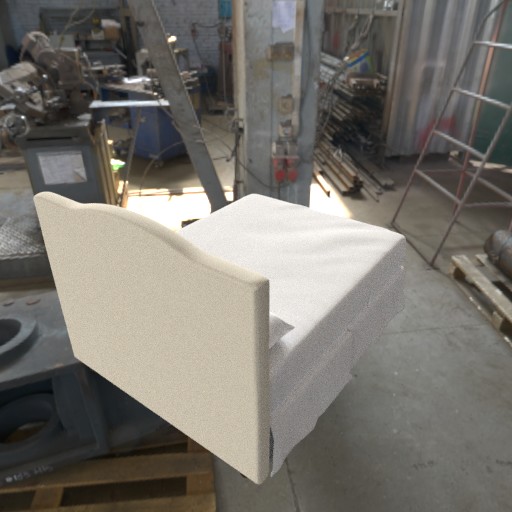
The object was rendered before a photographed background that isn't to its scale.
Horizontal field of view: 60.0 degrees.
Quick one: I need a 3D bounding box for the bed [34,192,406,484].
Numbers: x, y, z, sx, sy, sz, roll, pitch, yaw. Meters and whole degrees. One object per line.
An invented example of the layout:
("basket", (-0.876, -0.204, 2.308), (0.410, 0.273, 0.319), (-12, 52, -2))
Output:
("bed", (0.000, 0.000, 3.277), (1.741, 1.449, 2.196), (20, 36, 31))
